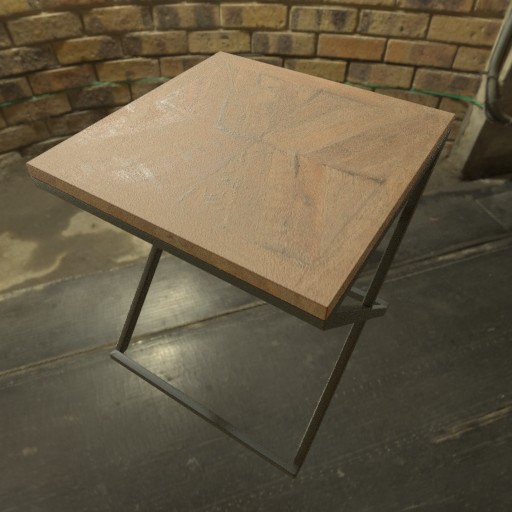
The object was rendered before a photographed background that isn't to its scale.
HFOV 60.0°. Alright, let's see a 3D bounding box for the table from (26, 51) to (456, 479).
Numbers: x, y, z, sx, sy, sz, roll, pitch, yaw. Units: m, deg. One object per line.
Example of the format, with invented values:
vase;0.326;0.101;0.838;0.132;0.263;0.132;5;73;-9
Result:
table;0.000;0.000;0.905;0.499;0.550;0.498;25;51;22
